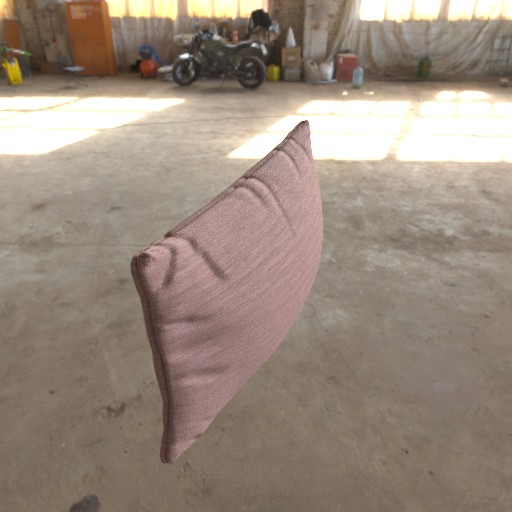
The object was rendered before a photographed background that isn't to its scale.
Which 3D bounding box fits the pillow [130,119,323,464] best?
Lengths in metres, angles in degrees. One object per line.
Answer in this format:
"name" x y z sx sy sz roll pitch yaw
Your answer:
"pillow" 0.000 0.000 0.781 0.210 0.338 0.633 11 32 18
